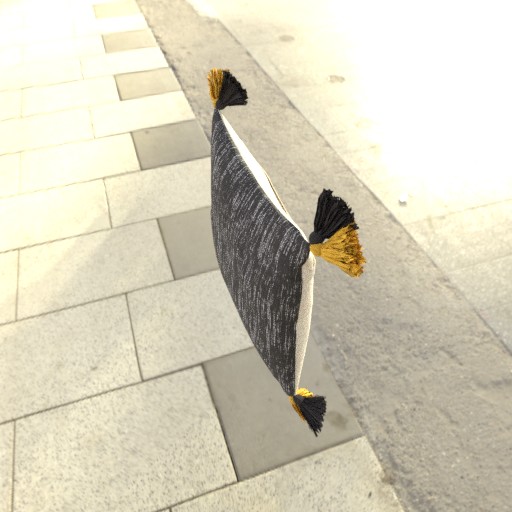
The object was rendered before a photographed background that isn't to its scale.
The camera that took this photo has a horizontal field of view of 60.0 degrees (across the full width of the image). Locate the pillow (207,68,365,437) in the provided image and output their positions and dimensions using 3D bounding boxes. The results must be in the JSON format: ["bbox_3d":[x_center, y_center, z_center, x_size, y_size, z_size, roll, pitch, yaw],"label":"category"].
[{"bbox_3d":[0.000,0.000,0.995,0.139,0.659,0.654,-16,48,-15],"label":"pillow"}]
